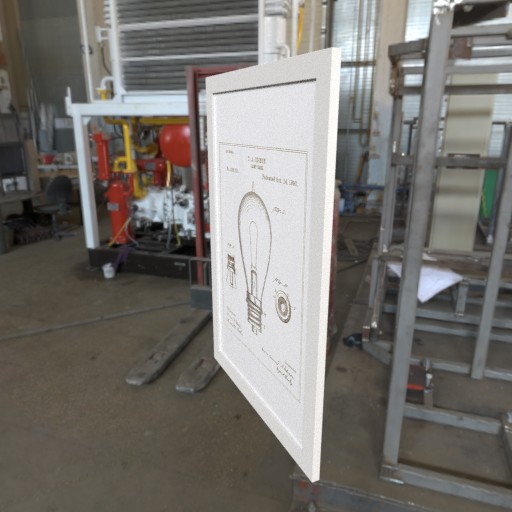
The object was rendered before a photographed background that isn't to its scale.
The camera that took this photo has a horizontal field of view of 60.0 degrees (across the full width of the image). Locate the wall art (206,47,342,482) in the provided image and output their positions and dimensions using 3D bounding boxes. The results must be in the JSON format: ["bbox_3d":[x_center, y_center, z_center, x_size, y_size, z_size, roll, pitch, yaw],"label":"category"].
[{"bbox_3d":[0.000,0.000,0.600,0.010,0.474,0.325,-8,19,-25],"label":"wall art"}]
